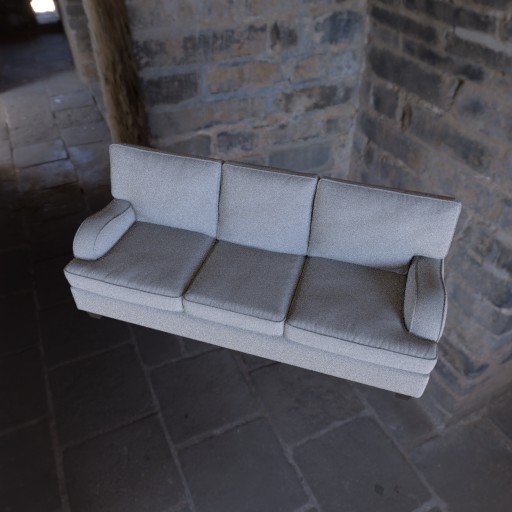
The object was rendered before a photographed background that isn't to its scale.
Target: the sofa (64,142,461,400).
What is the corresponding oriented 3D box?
[{"bbox_3d":[0.000,0.000,2.898,2.323,0.997,1.016,12,42,13],"label":"sofa"}]
